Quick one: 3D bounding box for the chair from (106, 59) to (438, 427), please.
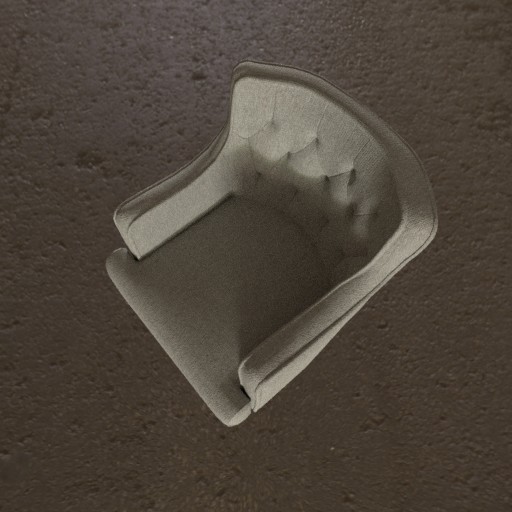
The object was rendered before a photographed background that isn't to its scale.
[{"bbox_3d":[0.000,0.000,1.592,0.910,0.920,0.820,-38,70,-16],"label":"chair"}]
